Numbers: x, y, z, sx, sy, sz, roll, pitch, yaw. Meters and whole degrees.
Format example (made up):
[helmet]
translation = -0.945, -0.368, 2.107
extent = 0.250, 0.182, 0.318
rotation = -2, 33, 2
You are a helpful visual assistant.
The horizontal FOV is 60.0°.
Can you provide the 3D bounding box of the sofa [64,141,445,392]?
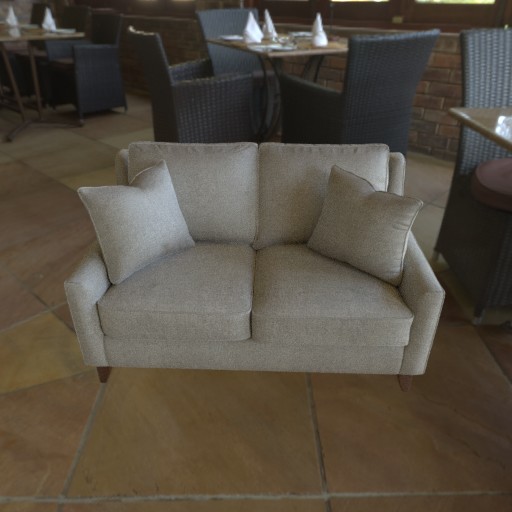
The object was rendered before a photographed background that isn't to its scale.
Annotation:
[sofa]
translation = 0.000, 0.000, 2.000
extent = 1.422, 0.863, 0.915
rotation = 1, 31, 2
